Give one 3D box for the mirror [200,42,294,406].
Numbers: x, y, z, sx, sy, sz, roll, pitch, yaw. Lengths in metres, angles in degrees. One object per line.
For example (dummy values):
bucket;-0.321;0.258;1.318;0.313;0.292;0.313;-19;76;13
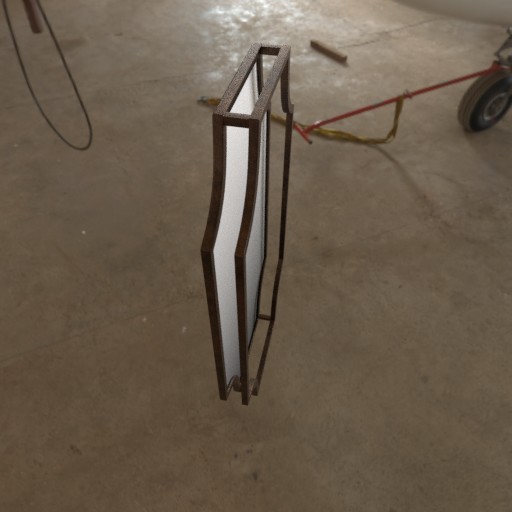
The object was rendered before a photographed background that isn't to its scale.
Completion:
mirror;0.000;0.000;0.979;0.066;0.811;0.462;9;47;9
